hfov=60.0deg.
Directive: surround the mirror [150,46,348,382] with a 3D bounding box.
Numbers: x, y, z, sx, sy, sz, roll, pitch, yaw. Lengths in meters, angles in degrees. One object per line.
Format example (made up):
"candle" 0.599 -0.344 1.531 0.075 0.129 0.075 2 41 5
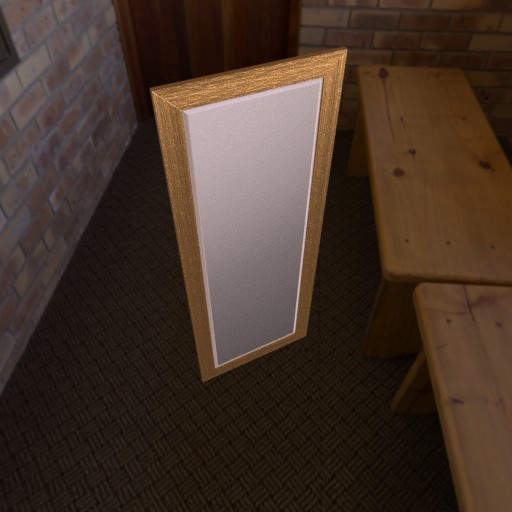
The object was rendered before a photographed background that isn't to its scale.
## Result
"mirror" 0.000 0.000 2.386 0.812 2.031 0.025 -20 49 -18
